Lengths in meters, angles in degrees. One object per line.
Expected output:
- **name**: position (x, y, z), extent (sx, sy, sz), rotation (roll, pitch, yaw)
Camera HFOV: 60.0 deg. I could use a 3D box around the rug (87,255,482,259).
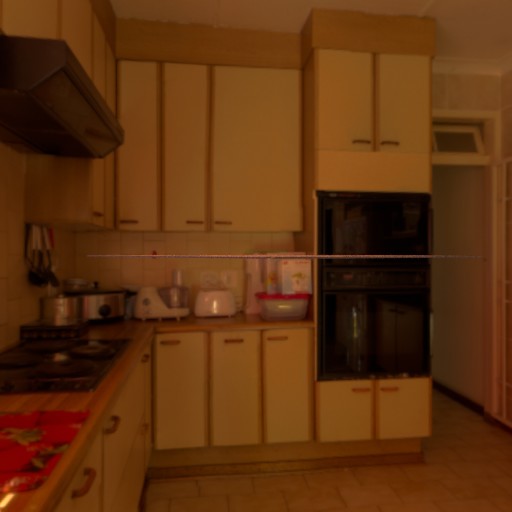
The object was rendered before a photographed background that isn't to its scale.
- **rug**: position (0.000, 0.000, 3.874), extent (2.053, 0.011, 2.940), rotation (0, 0, -37)
